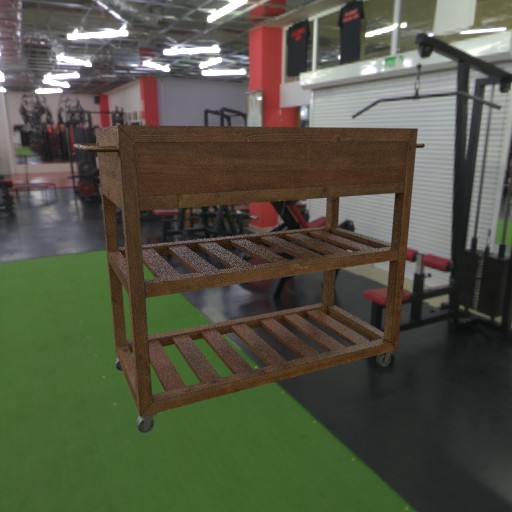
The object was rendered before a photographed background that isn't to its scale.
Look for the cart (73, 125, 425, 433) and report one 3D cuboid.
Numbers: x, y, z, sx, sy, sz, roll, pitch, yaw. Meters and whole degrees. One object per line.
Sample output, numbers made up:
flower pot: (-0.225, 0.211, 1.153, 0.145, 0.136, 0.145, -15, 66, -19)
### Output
cart: (0.000, 0.000, 1.500, 1.065, 0.830, 0.445, -7, 17, -25)
